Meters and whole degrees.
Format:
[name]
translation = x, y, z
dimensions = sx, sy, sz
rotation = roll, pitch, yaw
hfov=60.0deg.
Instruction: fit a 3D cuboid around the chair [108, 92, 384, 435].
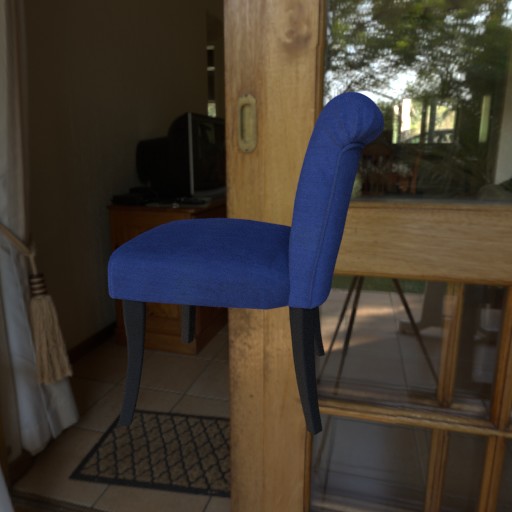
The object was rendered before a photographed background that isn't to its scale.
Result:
[chair]
translation = 0.000, 0.000, 1.178
dimensions = 0.606, 0.753, 0.585
rotation = 2, 13, 9
